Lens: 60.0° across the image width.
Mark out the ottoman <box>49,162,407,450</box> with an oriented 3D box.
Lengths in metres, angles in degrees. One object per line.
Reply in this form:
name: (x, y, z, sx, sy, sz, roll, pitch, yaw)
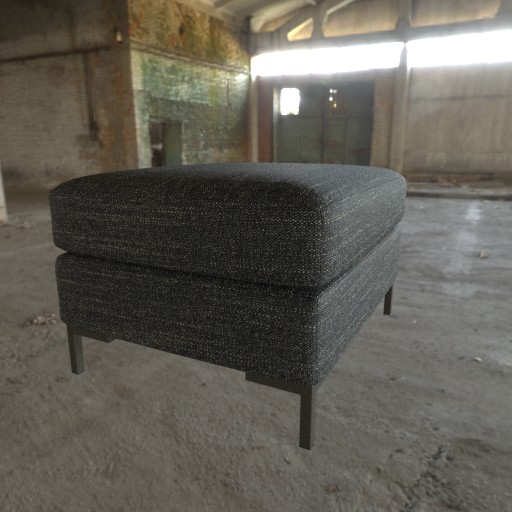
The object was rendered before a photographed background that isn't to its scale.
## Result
ottoman: (0.000, 0.000, 1.216, 0.667, 0.491, 0.814, 7, 16, 26)
